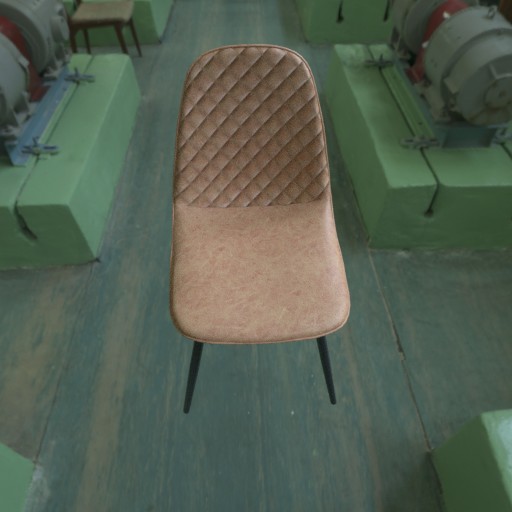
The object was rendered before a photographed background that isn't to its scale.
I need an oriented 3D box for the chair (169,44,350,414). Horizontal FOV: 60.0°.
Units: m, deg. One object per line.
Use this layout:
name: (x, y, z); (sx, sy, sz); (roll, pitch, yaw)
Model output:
chair: (0.000, 0.000, 1.188); (0.472, 0.889, 0.561); (-3, 47, -2)
